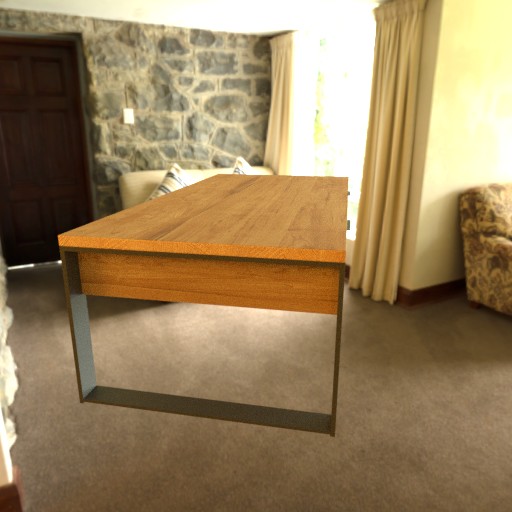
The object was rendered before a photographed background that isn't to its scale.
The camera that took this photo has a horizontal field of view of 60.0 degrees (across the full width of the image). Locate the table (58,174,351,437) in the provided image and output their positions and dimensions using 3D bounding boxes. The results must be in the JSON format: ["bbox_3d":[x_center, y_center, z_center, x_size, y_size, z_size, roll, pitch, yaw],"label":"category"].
[{"bbox_3d":[0.000,0.000,1.464,0.590,0.400,1.180,3,17,11],"label":"table"}]
